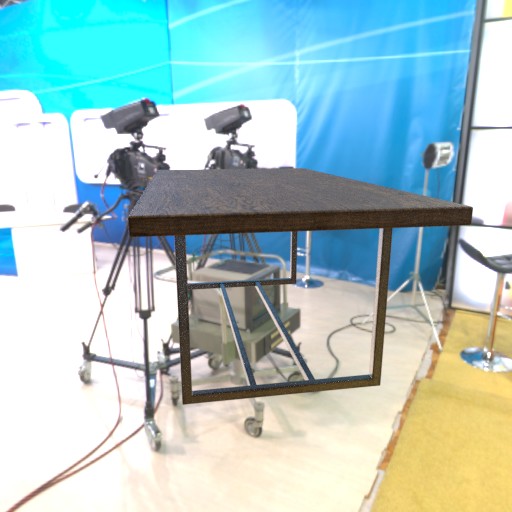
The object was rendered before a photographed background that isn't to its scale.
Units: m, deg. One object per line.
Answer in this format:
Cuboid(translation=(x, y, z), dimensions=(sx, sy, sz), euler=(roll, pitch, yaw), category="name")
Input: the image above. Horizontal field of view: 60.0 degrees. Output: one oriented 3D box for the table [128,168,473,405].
Cuboid(translation=(0.000, 0.000, 2.383), dimensions=(1.078, 0.795, 1.989), euler=(-3, 15, -9), category="table")
